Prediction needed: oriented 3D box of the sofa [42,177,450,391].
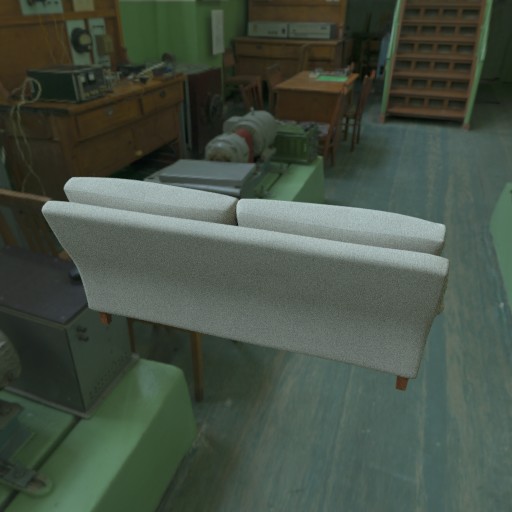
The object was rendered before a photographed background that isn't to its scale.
[{"bbox_3d":[0.000,0.000,2.680,2.070,0.997,1.091,9,32,15],"label":"sofa"}]
